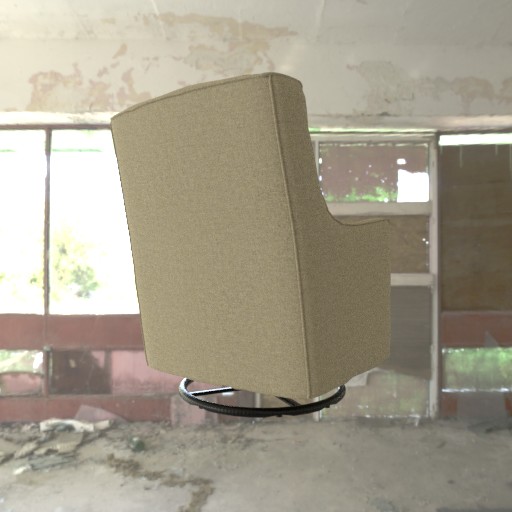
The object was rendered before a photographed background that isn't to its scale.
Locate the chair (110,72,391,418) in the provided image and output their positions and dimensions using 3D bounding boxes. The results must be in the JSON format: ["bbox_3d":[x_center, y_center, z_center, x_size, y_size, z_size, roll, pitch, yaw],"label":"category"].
[{"bbox_3d":[0.000,0.000,1.620,0.732,0.993,0.879,0,0,35],"label":"chair"}]
